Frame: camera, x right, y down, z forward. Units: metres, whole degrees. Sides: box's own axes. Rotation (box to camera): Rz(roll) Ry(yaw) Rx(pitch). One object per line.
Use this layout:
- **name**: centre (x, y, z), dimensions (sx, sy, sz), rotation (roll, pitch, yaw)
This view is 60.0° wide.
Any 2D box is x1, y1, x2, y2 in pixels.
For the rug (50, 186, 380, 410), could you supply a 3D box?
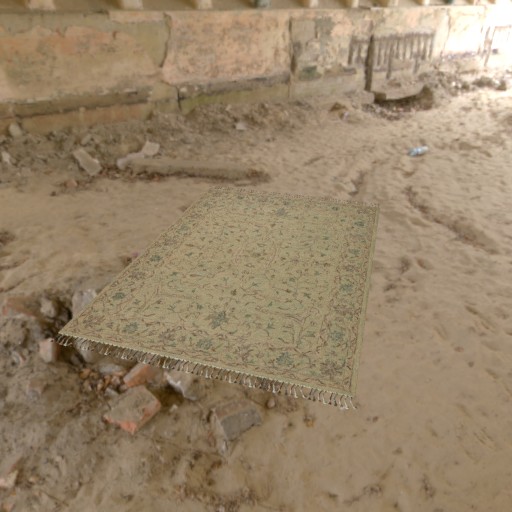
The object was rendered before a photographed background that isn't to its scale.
- **rug**: centre (0.000, 0.000, 2.393), dimensions (1.247, 0.008, 1.802), rotation (8, 31, 14)
